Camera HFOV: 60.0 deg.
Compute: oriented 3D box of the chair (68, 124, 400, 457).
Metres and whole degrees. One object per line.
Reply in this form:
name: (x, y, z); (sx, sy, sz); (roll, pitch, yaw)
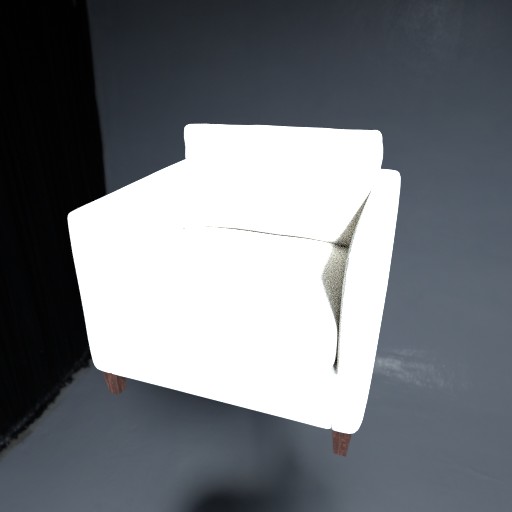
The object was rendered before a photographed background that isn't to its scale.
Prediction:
chair: (0.000, 0.000, 1.731); (0.996, 0.919, 0.959); (8, 26, 17)
